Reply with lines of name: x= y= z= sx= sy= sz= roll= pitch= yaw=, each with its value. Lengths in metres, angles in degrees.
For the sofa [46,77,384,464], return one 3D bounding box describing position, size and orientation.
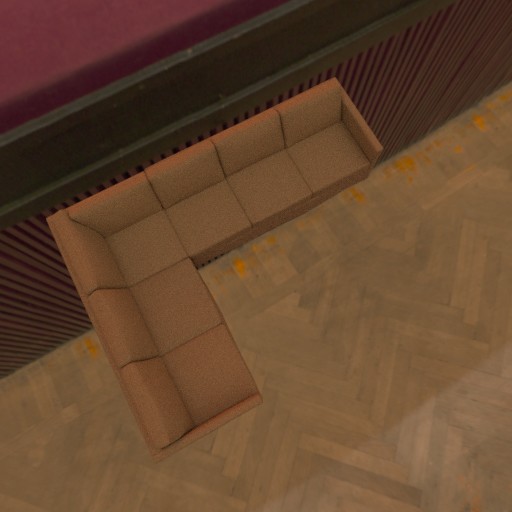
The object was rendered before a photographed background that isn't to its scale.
sofa: x=0.000 y=0.000 z=4.297 sx=3.182 sy=0.871 sz=2.432 roll=-28 pitch=77 yaw=-7
